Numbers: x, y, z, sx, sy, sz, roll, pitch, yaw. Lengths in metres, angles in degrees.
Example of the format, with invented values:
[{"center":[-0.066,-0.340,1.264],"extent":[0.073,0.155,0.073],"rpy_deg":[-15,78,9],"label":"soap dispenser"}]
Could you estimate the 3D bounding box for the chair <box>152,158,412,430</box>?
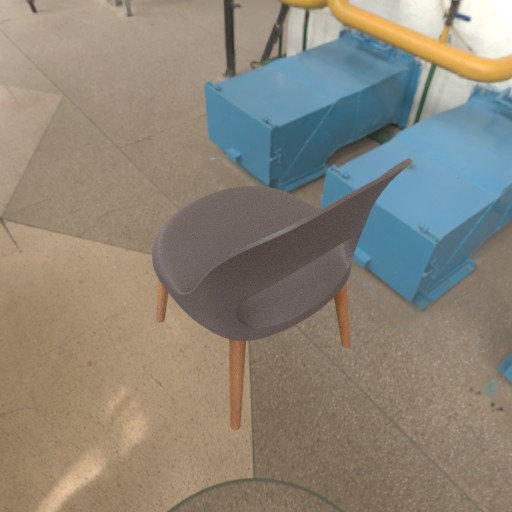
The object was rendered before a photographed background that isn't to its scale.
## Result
[{"center":[0.000,0.000,1.140],"extent":[0.470,0.794,0.556],"rpy_deg":[-29,54,-24],"label":"chair"}]
